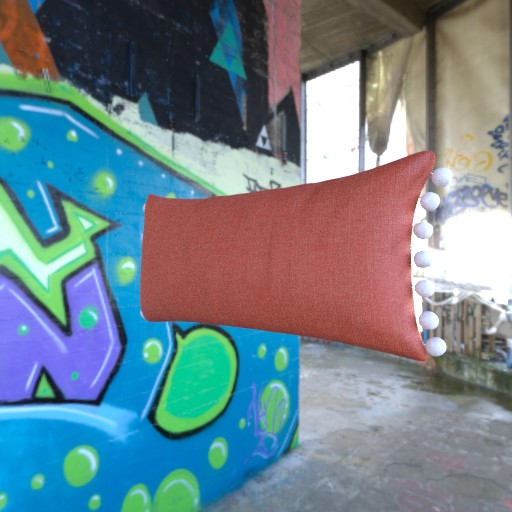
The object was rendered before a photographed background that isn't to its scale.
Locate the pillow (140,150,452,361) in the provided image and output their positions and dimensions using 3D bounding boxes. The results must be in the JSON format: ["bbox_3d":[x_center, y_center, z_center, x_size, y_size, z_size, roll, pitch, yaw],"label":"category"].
[{"bbox_3d":[0.000,0.000,0.863,0.709,0.322,0.201,0,0,37],"label":"pillow"}]
